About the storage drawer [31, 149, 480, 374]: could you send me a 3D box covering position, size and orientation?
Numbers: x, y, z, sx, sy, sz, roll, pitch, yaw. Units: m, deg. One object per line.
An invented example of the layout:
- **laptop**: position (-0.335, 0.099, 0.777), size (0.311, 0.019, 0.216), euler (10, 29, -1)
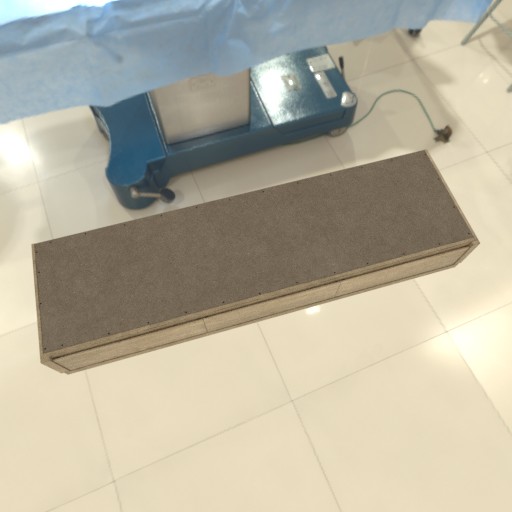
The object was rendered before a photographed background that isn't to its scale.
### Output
- **storage drawer**: position (0.000, 0.000, 2.249), size (2.072, 0.274, 0.591), euler (-15, 65, -7)
